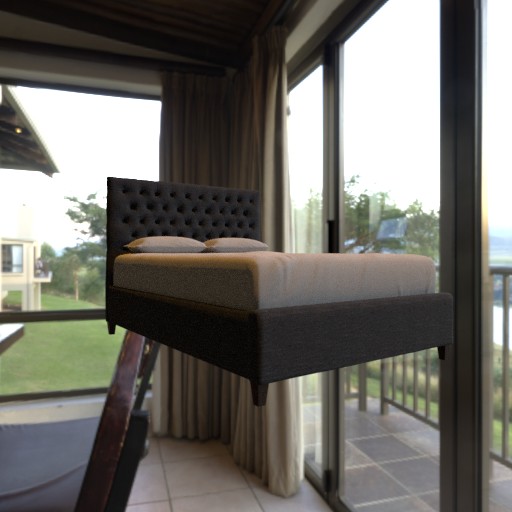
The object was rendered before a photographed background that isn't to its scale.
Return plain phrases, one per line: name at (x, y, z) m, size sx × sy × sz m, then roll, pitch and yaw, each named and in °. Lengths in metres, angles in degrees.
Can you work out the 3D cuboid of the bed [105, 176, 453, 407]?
bed at (0.000, 0.000, 3.542) m, size 1.698 × 1.427 × 2.387 m, roll 0°, pitch 1°, yaw -35°
